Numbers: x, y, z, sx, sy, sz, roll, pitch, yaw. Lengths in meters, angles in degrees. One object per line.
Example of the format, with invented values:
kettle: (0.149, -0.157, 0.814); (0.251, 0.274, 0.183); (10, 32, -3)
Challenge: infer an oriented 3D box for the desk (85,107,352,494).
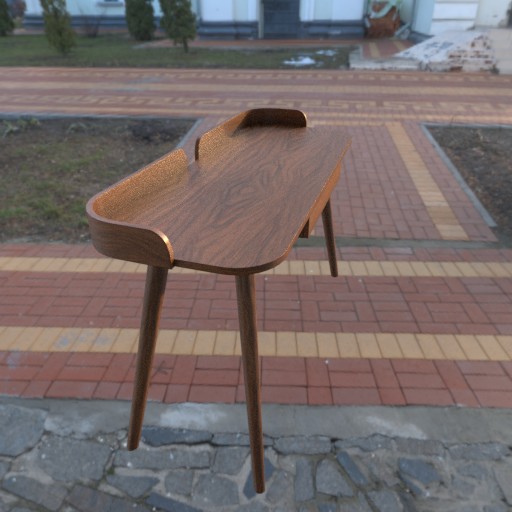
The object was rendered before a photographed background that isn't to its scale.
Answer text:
desk: (0.000, 0.000, 1.628); (0.486, 0.800, 1.256); (10, 31, 16)
